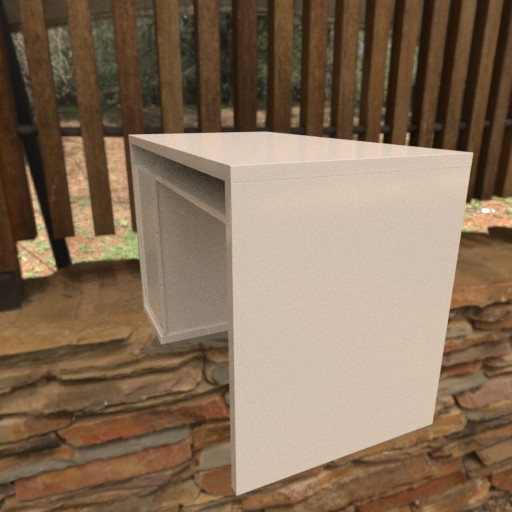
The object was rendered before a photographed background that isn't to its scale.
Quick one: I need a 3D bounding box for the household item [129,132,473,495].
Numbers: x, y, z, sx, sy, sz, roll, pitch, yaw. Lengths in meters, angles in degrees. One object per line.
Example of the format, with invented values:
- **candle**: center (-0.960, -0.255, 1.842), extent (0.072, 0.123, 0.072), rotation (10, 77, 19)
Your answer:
- **household item**: center (0.000, 0.000, 1.492), extent (0.597, 0.749, 1.100), rotation (-8, 20, -23)
